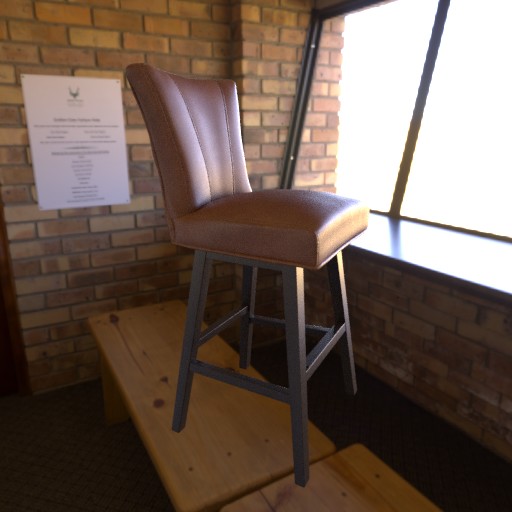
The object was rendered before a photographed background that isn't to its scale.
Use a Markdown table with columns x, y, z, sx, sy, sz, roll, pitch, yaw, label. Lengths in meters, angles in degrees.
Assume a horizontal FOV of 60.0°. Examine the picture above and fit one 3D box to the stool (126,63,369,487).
| x | y | z | sx | sy | sz | roll | pitch | yaw | label |
| --- | --- | --- | --- | --- | --- | --- | --- | --- | --- |
| 0.000 | 0.000 | 1.390 | 0.585 | 1.094 | 0.522 | 8 | 18 | 26 | stool |
